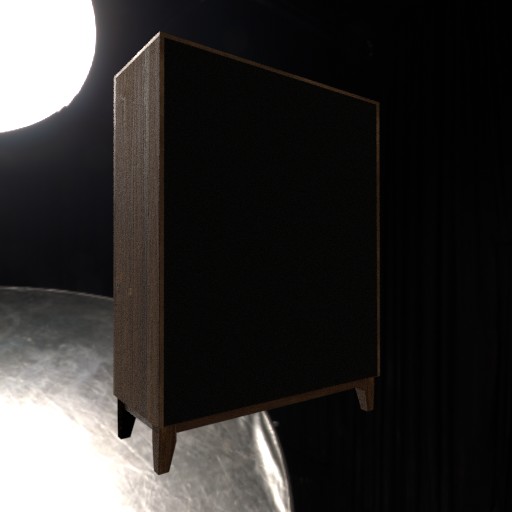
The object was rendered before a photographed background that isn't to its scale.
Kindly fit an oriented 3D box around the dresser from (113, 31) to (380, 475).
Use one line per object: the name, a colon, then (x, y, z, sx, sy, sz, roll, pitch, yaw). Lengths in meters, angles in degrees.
dresser: (0.000, 0.000, 1.864, 1.062, 1.393, 0.442, 0, -1, -36)
